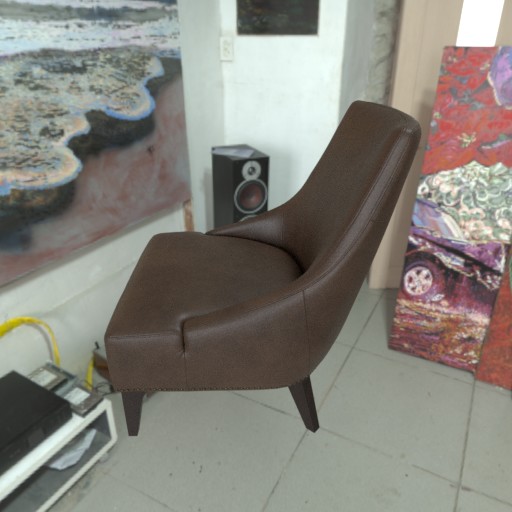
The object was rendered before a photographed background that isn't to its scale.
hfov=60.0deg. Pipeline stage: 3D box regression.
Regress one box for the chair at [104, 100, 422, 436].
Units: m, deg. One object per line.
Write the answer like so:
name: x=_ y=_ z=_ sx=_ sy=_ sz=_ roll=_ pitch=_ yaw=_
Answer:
chair: x=0.000 y=0.000 z=1.447 sx=0.861 sy=0.909 sz=0.701 roll=0 pitch=26 yaw=-1
